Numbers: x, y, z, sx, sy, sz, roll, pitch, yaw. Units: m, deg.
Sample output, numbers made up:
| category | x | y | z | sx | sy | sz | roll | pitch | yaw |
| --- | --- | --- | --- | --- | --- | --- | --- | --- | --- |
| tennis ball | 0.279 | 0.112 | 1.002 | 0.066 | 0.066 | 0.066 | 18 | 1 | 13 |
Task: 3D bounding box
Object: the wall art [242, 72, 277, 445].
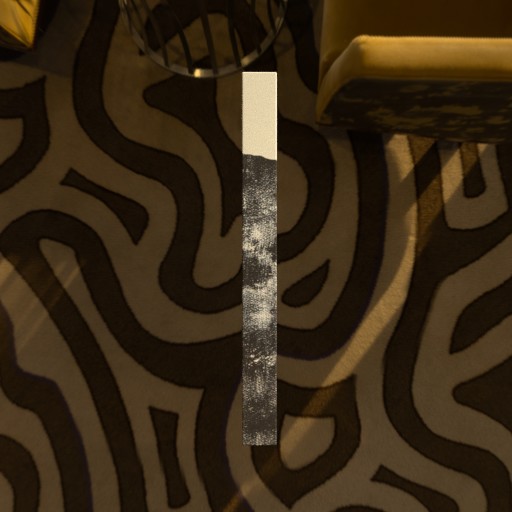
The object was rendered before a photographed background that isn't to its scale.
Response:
| category | x | y | z | sx | sy | sz | roll | pitch | yaw |
| --- | --- | --- | --- | --- | --- | --- | --- | --- | --- |
| wall art | 0.000 | 0.000 | 0.787 | 0.039 | 0.610 | 0.407 | 0 | 91 | 0 |
